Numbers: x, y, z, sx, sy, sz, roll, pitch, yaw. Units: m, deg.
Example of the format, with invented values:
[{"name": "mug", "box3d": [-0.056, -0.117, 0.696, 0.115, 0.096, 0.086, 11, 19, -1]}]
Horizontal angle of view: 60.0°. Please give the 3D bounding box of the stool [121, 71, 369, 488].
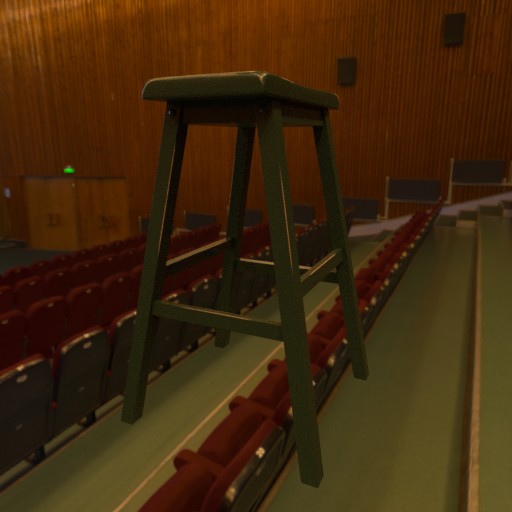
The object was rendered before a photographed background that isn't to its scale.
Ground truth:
[{"name": "stool", "box3d": [0.000, 0.000, 1.032, 0.476, 0.737, 0.457, 7, 16, 25]}]
